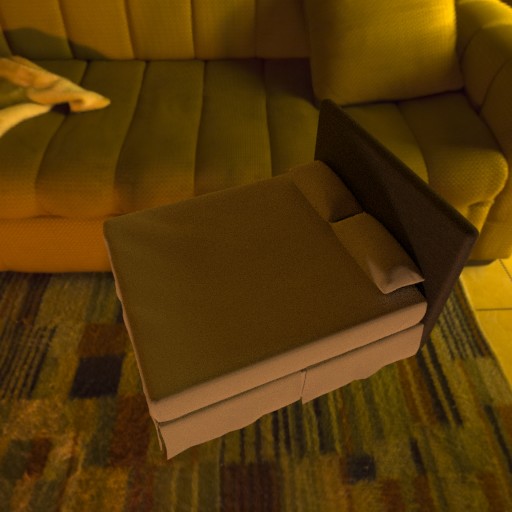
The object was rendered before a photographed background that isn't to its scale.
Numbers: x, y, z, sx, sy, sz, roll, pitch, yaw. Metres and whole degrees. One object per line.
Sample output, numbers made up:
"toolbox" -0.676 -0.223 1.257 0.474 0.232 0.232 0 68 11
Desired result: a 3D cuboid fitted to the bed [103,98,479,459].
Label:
"bed" 0.000 0.000 3.354 2.142 1.330 1.884 -17 48 -16
